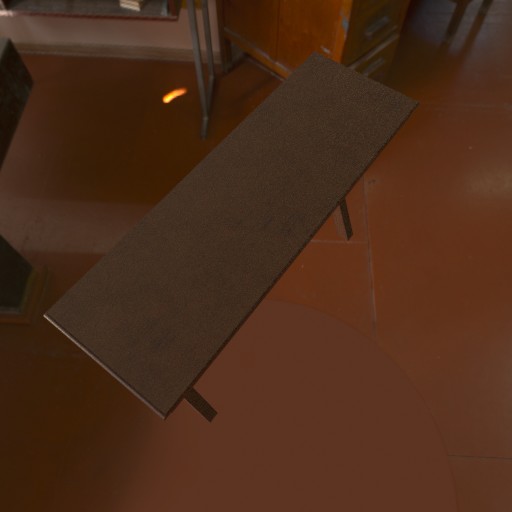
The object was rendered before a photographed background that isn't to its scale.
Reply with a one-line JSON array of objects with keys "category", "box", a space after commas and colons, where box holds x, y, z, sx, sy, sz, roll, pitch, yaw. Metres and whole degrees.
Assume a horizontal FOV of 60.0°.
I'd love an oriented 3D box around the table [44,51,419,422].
[{"category": "table", "box": [0.000, 0.000, 1.580, 0.399, 0.763, 1.197, 34, 68, 16]}]
